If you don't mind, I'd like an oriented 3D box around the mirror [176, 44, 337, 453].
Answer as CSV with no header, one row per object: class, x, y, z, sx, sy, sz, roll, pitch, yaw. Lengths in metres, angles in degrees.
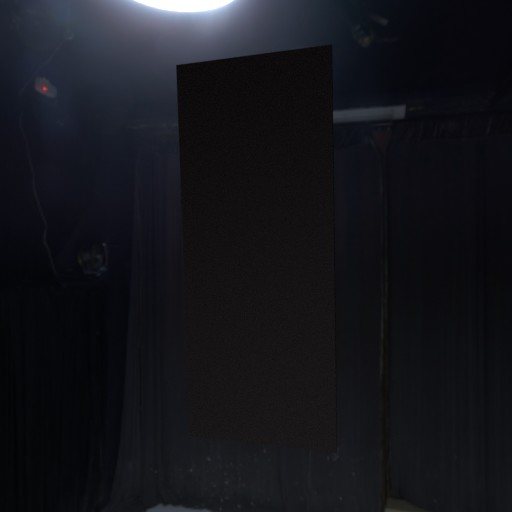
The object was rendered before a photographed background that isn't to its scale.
mirror,0.000,0.000,2.318,0.812,2.020,0.221,0,-1,16
